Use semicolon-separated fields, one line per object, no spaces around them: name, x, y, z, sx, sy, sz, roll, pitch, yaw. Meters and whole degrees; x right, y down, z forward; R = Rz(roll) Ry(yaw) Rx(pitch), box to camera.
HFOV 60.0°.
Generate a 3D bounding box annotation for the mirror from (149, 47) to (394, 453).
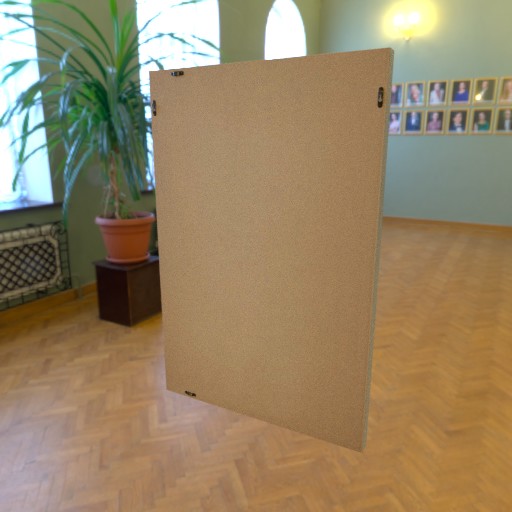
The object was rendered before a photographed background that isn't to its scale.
mirror;0.000;0.000;1.124;0.609;0.915;0.041;8;16;27
